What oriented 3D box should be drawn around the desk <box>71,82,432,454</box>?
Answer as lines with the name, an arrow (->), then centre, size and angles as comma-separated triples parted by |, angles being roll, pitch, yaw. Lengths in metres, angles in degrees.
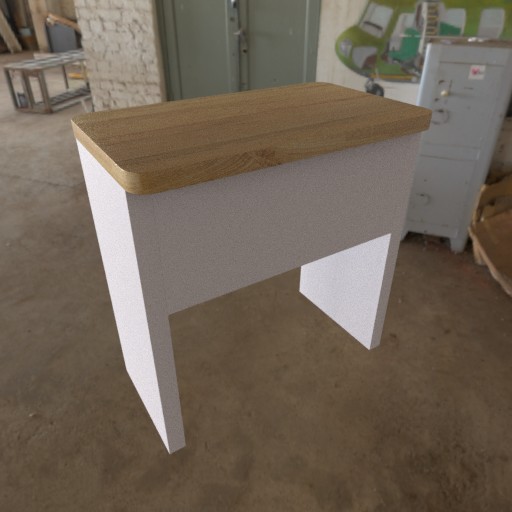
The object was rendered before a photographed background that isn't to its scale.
desk -> 0.000, 0.000, 1.251 | 0.760, 0.790, 0.440 | -19, 37, -27
